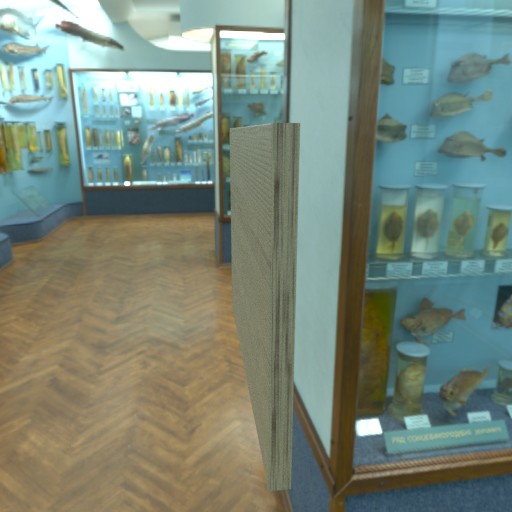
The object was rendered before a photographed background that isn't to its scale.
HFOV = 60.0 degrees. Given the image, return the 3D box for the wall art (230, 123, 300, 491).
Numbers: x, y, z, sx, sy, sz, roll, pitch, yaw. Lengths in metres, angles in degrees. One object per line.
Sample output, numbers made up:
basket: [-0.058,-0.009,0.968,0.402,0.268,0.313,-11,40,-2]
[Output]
wall art: [0.000,0.000,1.090,0.063,0.609,0.841,-2,16,-7]
